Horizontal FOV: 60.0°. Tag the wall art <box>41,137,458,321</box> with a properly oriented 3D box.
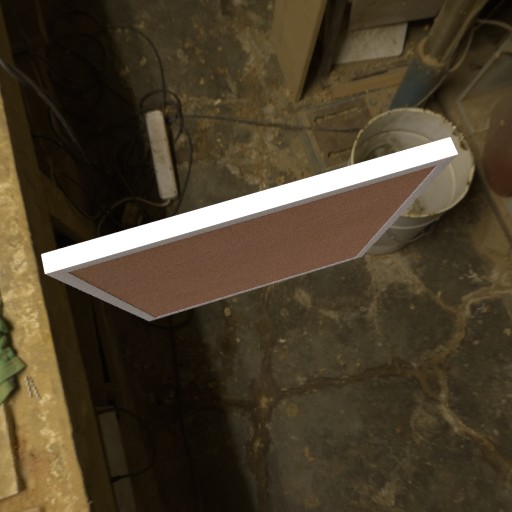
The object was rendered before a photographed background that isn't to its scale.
[{"bbox_3d":[0.000,0.000,1.152,0.760,0.760,0.036,-17,76,-4],"label":"wall art"}]
